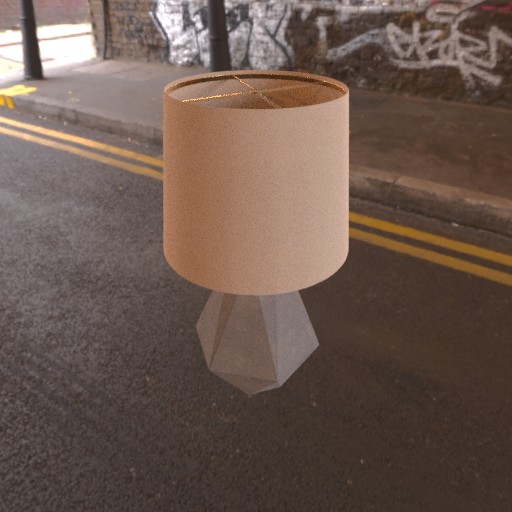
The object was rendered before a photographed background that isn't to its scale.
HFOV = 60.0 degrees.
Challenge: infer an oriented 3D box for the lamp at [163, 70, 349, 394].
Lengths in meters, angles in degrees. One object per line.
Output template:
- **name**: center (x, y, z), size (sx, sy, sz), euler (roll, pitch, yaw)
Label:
- **lamp**: center (0.000, 0.000, 0.687), size (0.276, 0.501, 0.276), euler (0, 32, 0)
